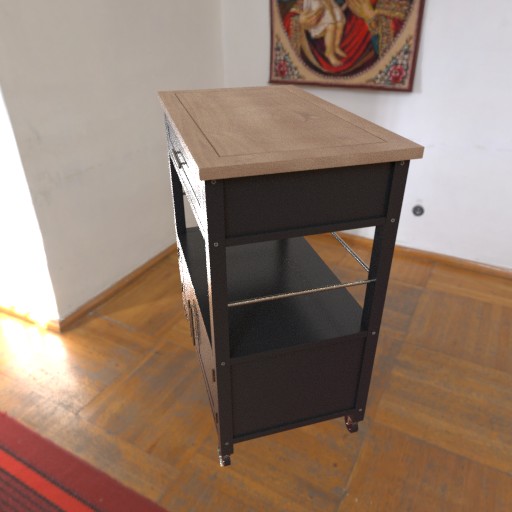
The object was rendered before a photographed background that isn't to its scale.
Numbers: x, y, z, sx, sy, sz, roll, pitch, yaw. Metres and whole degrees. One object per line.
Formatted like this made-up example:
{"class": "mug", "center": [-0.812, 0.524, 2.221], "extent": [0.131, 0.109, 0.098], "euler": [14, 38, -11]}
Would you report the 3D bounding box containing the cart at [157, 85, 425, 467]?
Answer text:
{"class": "cart", "center": [0.000, 0.000, 1.406], "extent": [0.459, 0.901, 0.840], "euler": [-8, 31, -14]}
